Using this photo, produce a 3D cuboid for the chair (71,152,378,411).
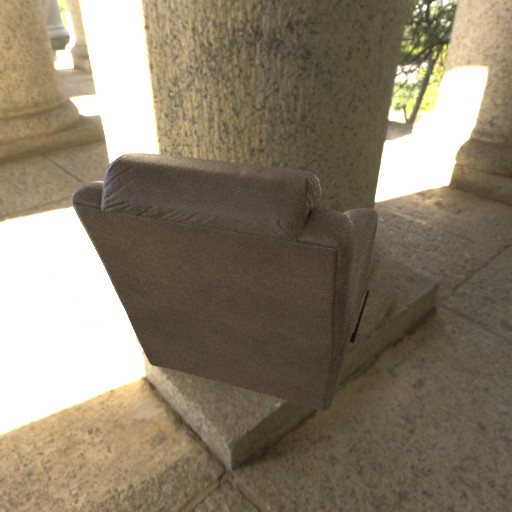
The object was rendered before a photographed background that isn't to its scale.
[{"bbox_3d":[0.000,0.000,1.898,0.967,1.116,1.068,10,34,16],"label":"chair"}]
